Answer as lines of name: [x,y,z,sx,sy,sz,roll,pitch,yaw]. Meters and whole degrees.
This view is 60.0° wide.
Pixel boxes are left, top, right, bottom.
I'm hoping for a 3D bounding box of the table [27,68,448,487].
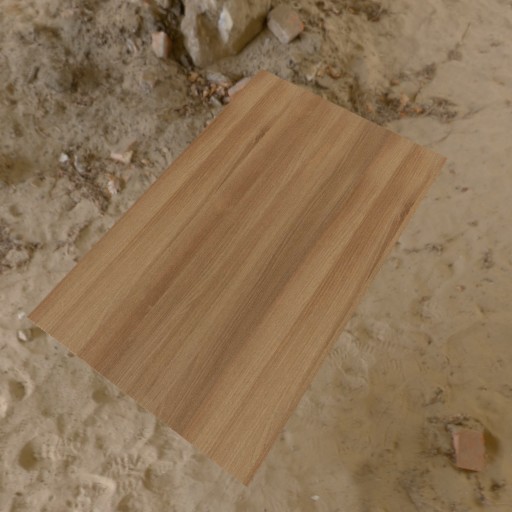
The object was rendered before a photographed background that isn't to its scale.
table: [0.000,0.000,1.417,0.700,0.330,1.100,31,68,14]
